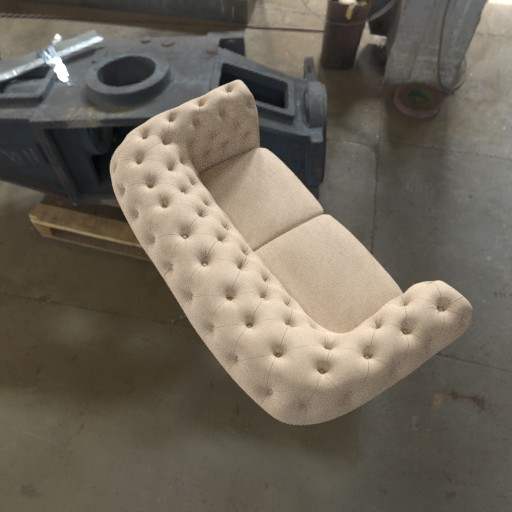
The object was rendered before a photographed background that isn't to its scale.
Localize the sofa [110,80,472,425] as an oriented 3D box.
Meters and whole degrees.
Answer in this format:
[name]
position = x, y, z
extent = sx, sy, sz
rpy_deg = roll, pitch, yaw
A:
[sofa]
position = 0.000, 0.000, 2.509
extent = 1.069, 0.835, 1.988
rpy_deg = -29, 62, -17
